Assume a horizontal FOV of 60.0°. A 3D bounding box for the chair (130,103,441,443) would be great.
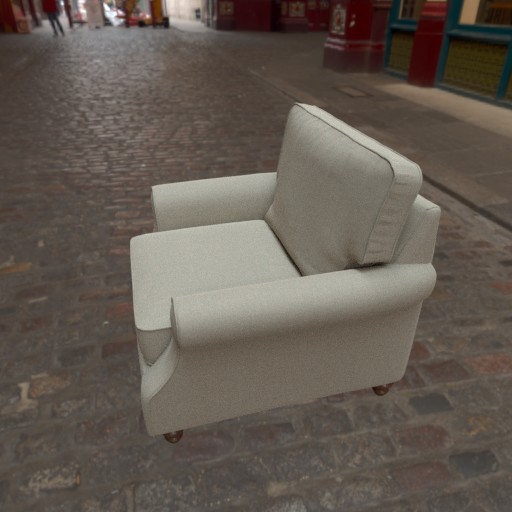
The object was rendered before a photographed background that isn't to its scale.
[{"bbox_3d":[0.000,0.000,1.709,0.966,0.967,1.029,-8,32,-13],"label":"chair"}]
